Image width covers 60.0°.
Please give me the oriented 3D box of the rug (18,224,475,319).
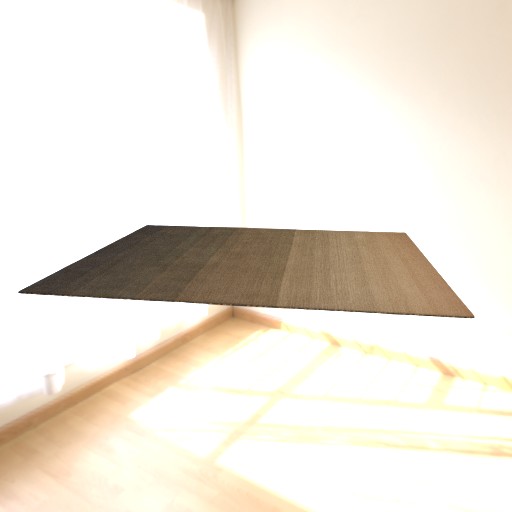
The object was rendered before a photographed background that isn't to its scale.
[{"bbox_3d":[0.000,0.000,3.845,2.902,0.017,2.306,2,16,8],"label":"rug"}]
